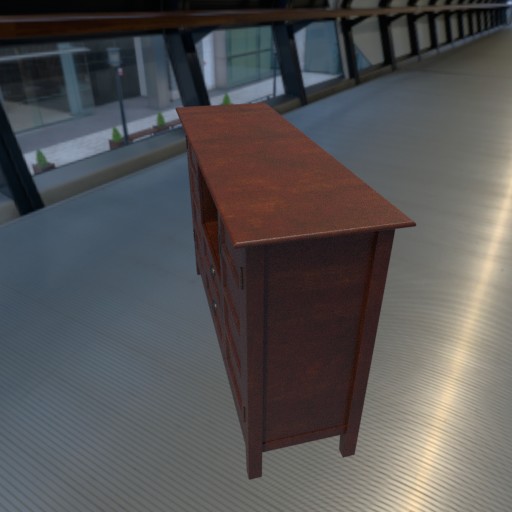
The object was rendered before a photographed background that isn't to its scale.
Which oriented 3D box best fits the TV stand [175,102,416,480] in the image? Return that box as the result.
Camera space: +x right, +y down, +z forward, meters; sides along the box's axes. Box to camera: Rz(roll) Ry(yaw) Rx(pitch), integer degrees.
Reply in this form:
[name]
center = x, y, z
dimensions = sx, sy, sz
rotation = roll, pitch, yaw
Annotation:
[TV stand]
center = 0.000, 0.000, 1.811
dimensions = 0.445, 0.915, 1.372
rotation = -7, 32, -12
